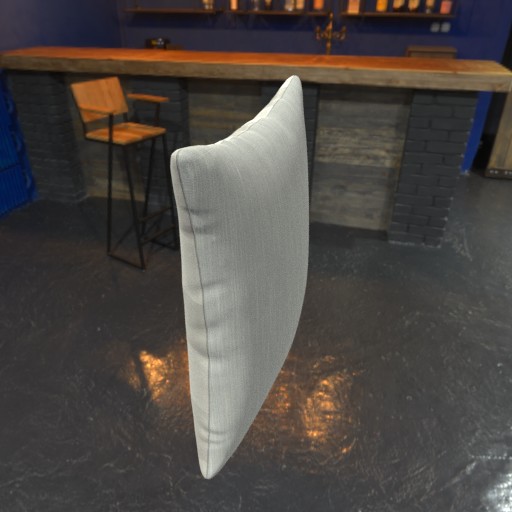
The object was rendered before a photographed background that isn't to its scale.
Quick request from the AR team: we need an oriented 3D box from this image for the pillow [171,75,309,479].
[{"bbox_3d":[0.000,0.000,0.755,0.161,0.509,0.511,9,31,15],"label":"pillow"}]
